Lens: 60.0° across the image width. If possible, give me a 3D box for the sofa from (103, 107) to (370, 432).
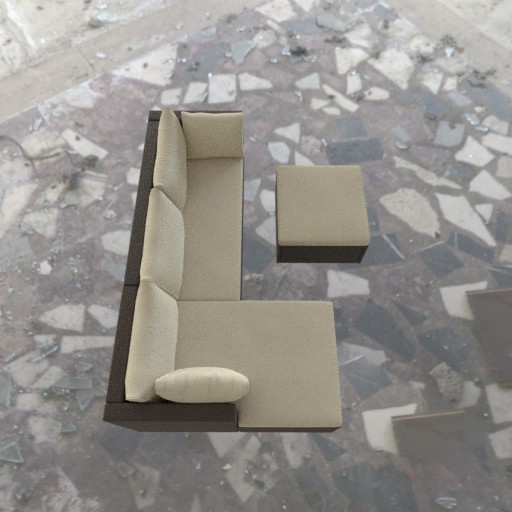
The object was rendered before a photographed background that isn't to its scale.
[{"bbox_3d":[0.000,0.000,3.036,1.612,0.766,2.192,0,63,0],"label":"sofa"}]
